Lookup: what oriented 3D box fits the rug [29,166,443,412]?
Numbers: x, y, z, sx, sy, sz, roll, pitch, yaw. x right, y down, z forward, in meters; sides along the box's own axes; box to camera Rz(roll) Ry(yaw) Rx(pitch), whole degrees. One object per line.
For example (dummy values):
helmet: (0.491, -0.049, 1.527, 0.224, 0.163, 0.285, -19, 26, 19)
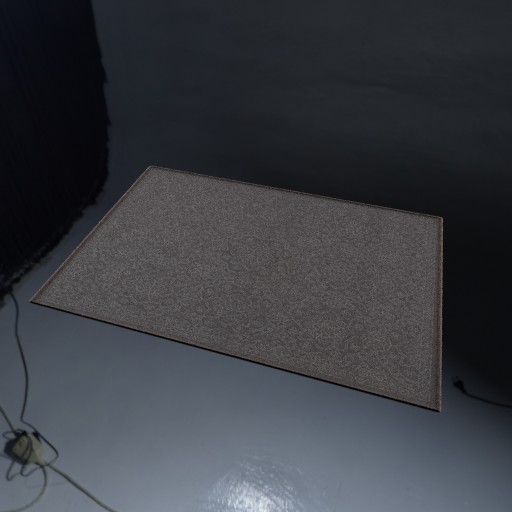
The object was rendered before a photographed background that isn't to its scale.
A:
rug: (0.000, 0.000, 2.846, 2.286, 0.011, 1.524, 12, 45, 12)
